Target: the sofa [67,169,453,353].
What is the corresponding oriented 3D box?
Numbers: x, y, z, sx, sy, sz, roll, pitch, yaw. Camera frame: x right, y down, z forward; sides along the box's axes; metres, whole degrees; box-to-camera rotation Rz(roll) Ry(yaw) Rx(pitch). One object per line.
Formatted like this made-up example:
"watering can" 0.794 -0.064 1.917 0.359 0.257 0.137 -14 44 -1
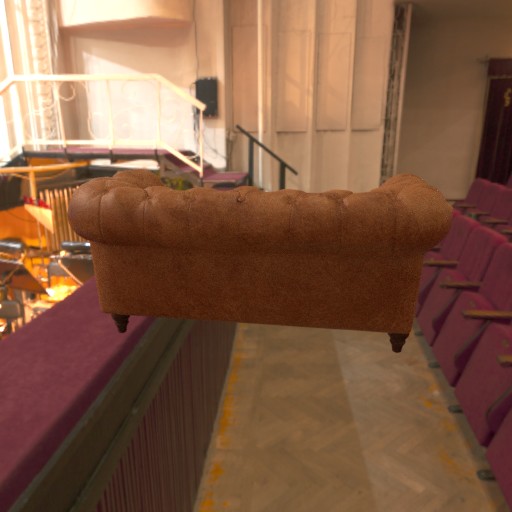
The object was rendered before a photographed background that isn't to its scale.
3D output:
"sofa" 0.000 0.000 2.488 1.979 0.877 1.042 2 16 9
